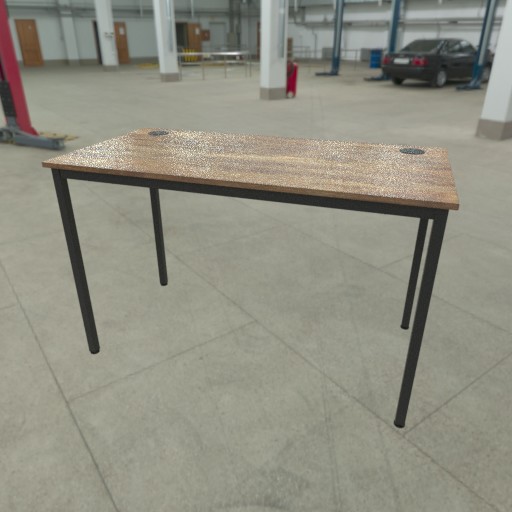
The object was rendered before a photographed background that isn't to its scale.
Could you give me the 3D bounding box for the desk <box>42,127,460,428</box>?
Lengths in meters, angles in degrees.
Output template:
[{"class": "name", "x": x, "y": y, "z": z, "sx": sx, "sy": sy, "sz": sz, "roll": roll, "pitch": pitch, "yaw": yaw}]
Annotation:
[{"class": "desk", "x": 0.000, "y": 0.000, "z": 1.623, "sx": 1.200, "sy": 0.749, "sz": 0.600, "roll": 8, "pitch": 28, "yaw": 16}]
